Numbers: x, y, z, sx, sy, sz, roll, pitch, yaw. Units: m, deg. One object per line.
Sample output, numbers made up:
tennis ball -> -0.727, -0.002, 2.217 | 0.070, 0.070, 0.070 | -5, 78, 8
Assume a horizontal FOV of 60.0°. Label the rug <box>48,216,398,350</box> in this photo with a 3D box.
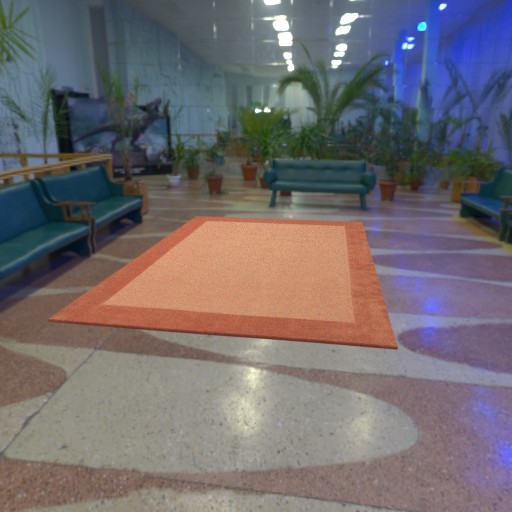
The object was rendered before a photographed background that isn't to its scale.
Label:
rug -> 0.000, 0.000, 2.364 | 1.219, 0.014, 1.829 | 3, 17, 9
